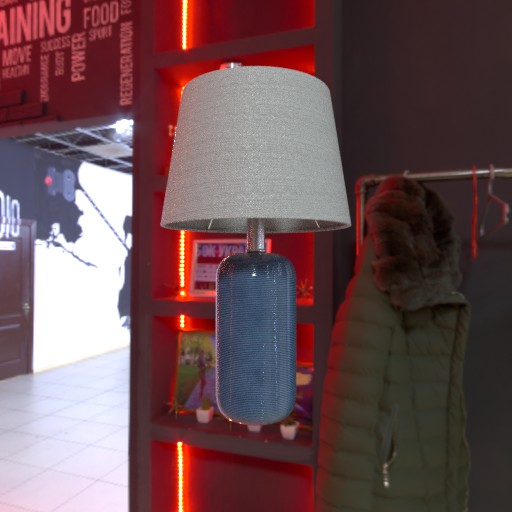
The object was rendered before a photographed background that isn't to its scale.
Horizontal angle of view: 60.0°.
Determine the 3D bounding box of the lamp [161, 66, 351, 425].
[{"bbox_3d":[0.000,0.000,0.599,0.253,0.428,0.253,0,-1,0],"label":"lamp"}]
